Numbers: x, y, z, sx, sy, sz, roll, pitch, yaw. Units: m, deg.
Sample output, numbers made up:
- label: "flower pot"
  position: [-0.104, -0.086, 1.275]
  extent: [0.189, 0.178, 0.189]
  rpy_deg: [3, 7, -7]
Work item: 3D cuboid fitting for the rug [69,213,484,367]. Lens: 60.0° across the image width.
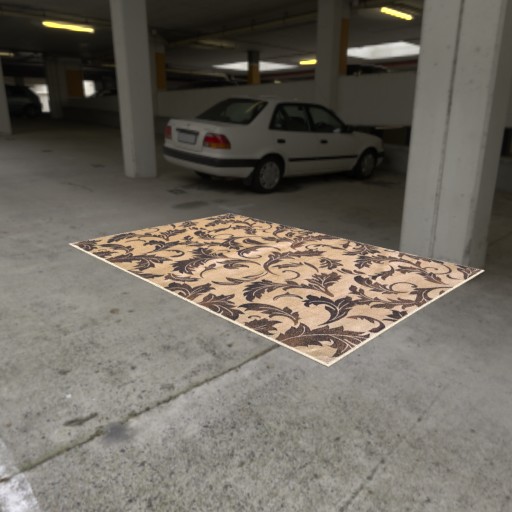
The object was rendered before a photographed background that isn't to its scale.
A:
- label: "rug"
  position: [0.000, 0.000, 2.873]
  extent: [1.522, 0.008, 2.284]
  rpy_deg: [-16, 23, -42]
